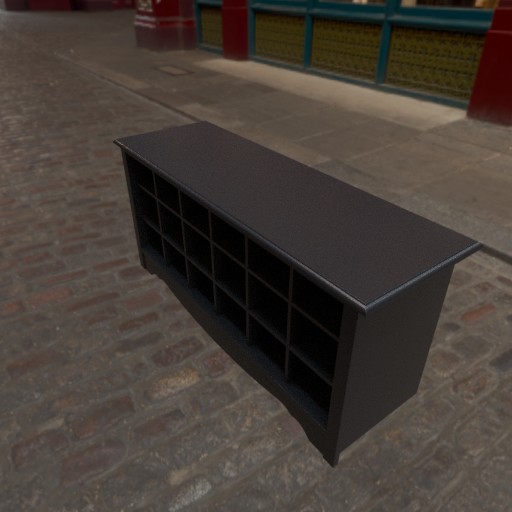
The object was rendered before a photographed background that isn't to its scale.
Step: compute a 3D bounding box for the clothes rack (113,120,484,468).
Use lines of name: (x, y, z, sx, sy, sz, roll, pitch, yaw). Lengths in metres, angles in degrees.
clothes rack: (0.000, 0.000, 1.478, 0.406, 0.556, 1.219, -22, 39, -30)
